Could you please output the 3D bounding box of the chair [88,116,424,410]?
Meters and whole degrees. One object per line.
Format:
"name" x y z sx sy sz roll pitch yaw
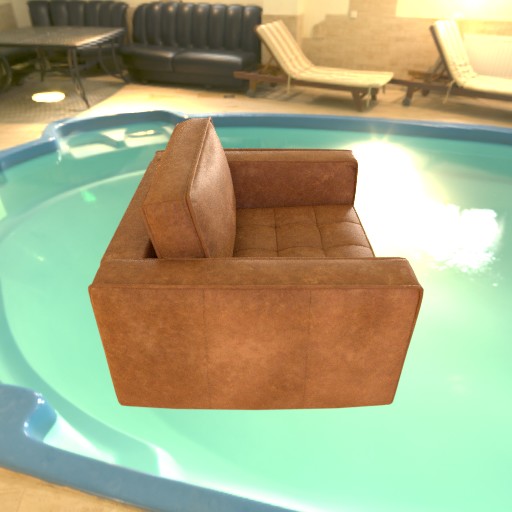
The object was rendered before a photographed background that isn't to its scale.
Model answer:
"chair" 0.000 0.000 1.495 0.798 0.767 0.928 0 34 0
